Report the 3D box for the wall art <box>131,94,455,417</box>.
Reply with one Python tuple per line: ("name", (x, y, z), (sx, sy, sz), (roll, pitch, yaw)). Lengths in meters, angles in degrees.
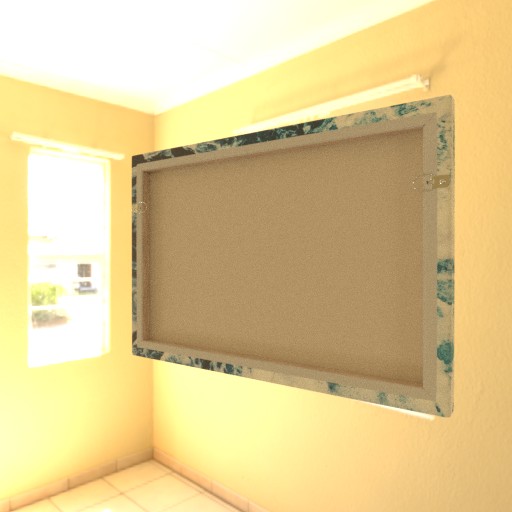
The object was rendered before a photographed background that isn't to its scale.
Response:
("wall art", (0.000, 0.000, 1.842), (1.524, 1.017, 0.055), (0, 0, 35))
